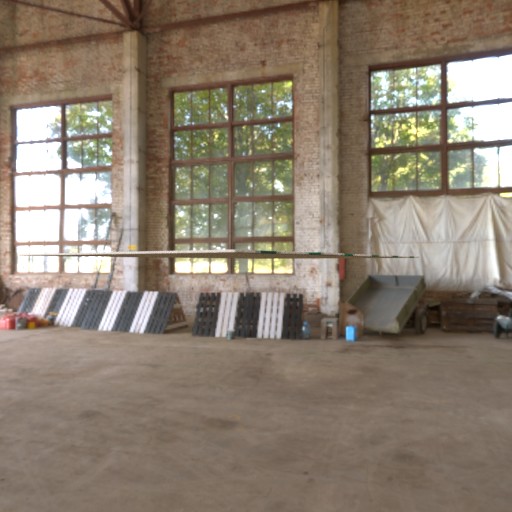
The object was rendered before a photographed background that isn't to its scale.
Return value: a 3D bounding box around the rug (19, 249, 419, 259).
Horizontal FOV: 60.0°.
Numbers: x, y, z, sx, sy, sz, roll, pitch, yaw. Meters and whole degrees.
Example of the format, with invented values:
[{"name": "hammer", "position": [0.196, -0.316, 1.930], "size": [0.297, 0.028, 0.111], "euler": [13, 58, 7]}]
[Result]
[{"name": "rug", "position": [0.000, 0.000, 3.019], "size": [1.521, 0.015, 2.436], "euler": [-1, -1, 35]}]
